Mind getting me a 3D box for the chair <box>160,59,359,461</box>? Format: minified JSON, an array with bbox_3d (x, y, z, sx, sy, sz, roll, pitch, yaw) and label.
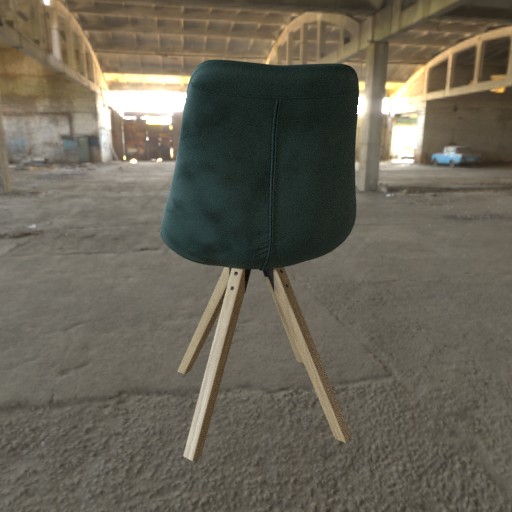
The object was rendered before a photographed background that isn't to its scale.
[{"bbox_3d":[0.000,0.000,1.163,0.483,0.865,0.547,-2,15,-10],"label":"chair"}]
